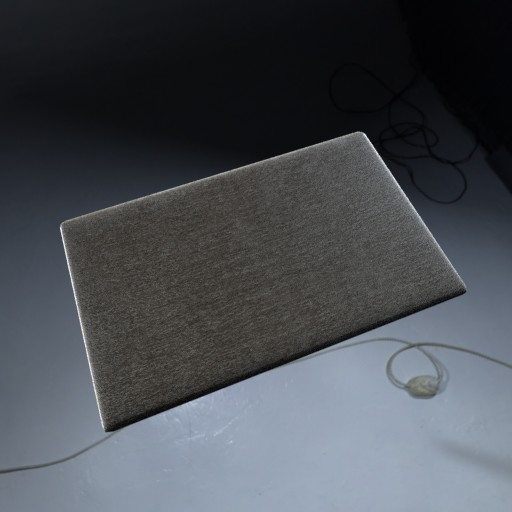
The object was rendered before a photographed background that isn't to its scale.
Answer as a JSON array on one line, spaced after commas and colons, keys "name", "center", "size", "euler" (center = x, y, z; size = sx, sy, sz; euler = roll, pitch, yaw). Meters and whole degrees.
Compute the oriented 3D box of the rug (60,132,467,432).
[{"name": "rug", "center": [0.000, 0.000, 3.091], "size": [2.469, 0.024, 1.539], "euler": [-19, 64, -10]}]
